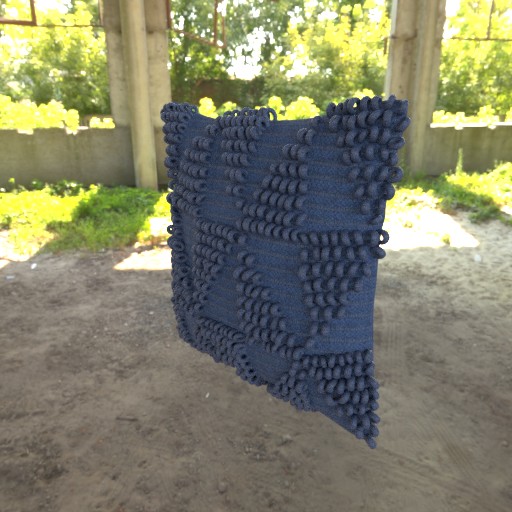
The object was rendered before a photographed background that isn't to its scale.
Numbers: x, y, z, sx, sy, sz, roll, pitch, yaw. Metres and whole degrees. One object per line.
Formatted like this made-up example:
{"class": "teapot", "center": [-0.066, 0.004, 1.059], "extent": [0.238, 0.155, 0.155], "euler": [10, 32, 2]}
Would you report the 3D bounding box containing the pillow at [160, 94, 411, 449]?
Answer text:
{"class": "pillow", "center": [0.000, 0.000, 0.695], "extent": [0.469, 0.466, 0.172], "euler": [17, 24, 42]}
